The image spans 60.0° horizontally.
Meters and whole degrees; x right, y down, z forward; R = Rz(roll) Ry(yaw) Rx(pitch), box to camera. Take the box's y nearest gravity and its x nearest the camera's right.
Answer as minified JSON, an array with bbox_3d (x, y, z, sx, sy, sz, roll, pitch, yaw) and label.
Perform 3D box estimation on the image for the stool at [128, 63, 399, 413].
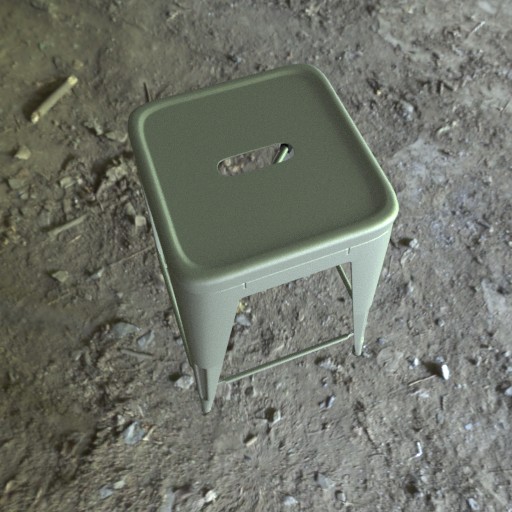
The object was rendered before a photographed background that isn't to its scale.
[{"bbox_3d":[0.000,0.000,0.871,0.410,0.608,0.410,-18,65,-9],"label":"stool"}]
